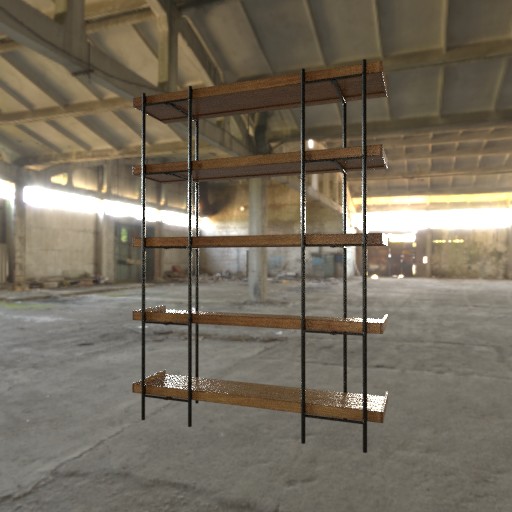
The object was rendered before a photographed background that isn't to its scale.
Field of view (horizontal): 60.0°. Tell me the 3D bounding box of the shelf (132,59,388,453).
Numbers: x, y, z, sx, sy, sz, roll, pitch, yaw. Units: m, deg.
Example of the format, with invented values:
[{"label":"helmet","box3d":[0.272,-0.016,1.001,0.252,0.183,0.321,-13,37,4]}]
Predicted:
[{"label":"shelf","box3d":[0.000,0.000,2.442,1.371,1.826,0.379,0,-1,20]}]
